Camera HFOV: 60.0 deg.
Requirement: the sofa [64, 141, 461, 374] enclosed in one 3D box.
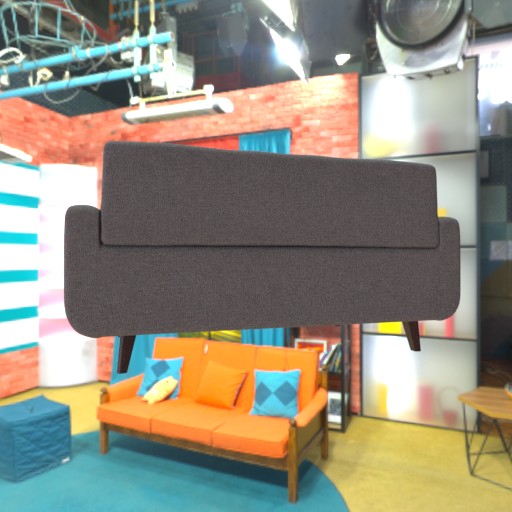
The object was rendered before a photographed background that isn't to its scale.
[{"bbox_3d":[0.000,0.000,2.150,1.631,0.841,0.909,0,0,-17],"label":"sofa"}]
